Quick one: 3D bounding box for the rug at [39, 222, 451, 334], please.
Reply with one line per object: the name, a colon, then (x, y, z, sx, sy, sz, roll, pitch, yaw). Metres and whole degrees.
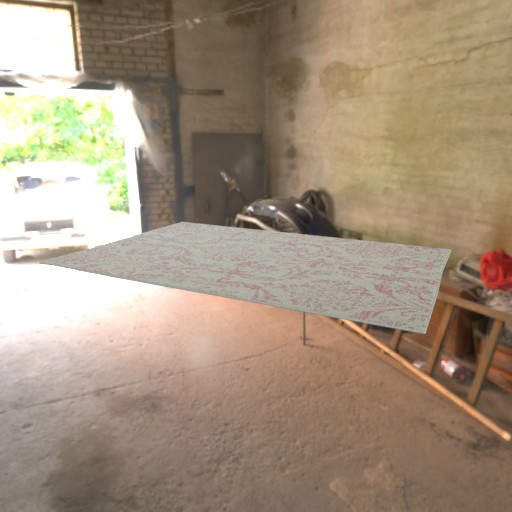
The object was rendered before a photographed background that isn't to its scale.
rug: (0.000, 0.000, 2.359, 1.839, 0.012, 1.219, 7, 17, 26)
